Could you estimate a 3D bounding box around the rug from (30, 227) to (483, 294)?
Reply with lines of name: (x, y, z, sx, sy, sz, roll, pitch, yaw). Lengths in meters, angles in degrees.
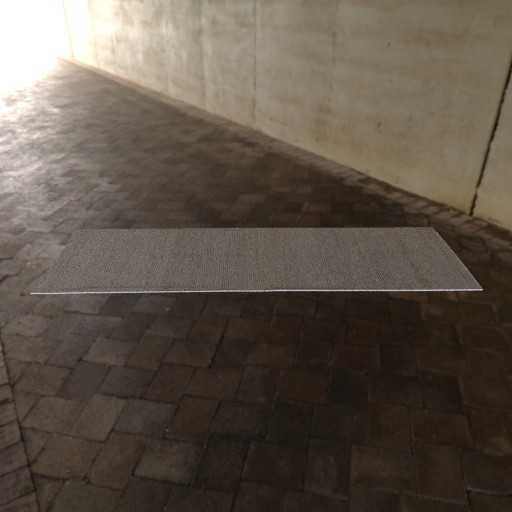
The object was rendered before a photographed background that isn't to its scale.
rug: (0.000, 0.000, 2.638, 2.390, 0.014, 0.741, 0, 30, -1)
